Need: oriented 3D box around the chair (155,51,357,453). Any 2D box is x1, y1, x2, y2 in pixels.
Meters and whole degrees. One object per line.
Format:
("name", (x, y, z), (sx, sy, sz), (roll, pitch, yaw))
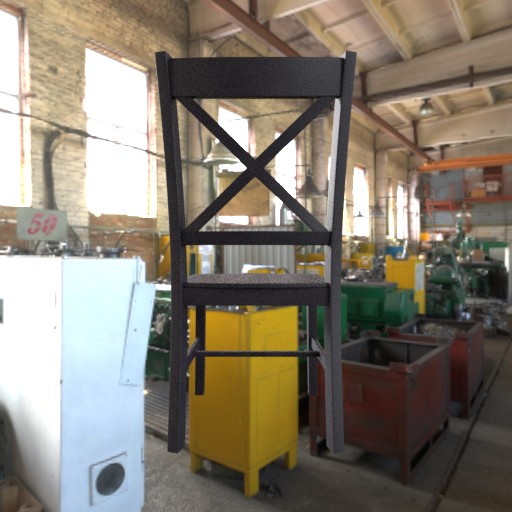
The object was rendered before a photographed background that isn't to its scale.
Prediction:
("chair", (0.000, 0.000, 1.314), (0.485, 0.983, 0.542), (0, 1, 0))
